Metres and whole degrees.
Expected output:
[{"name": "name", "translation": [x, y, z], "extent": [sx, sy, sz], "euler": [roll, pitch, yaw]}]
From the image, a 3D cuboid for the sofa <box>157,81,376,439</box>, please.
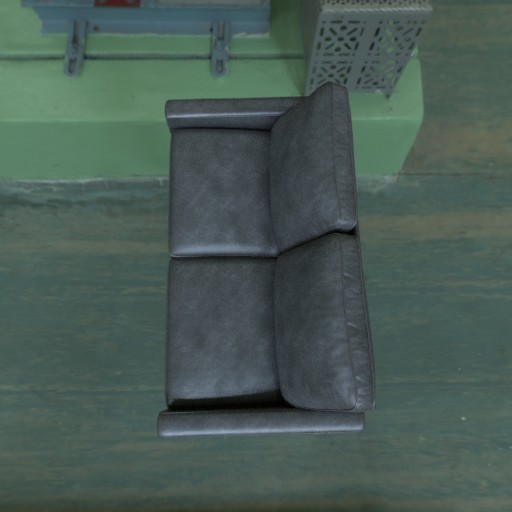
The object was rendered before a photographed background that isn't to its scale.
[{"name": "sofa", "translation": [0.000, 0.000, 2.289], "extent": [0.939, 0.916, 1.732], "euler": [-2, 76, 0]}]
